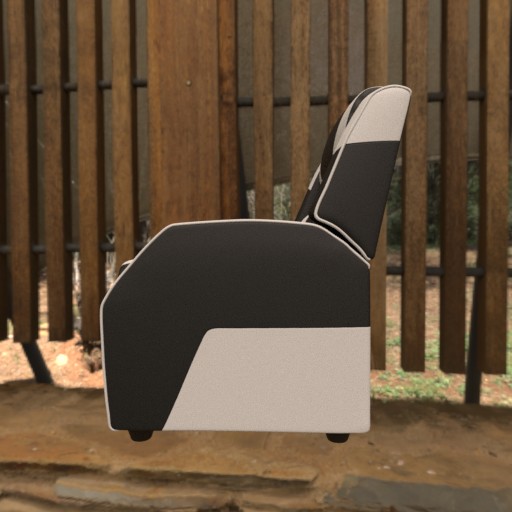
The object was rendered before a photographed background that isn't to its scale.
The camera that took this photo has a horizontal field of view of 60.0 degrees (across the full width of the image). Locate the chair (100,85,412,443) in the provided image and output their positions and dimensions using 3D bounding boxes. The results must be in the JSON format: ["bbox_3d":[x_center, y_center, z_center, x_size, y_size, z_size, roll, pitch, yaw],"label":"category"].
[{"bbox_3d":[0.000,0.000,1.240,0.672,0.805,0.620,0,1,1],"label":"chair"}]
